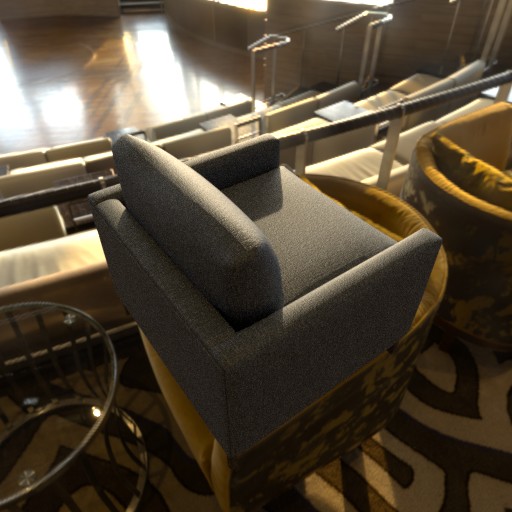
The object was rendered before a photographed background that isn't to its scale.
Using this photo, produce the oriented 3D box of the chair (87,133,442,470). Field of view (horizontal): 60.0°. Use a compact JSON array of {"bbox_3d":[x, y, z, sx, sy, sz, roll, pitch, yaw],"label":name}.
[{"bbox_3d":[0.000,0.000,1.651,0.866,0.861,0.963,-26,48,-26],"label":"chair"}]
